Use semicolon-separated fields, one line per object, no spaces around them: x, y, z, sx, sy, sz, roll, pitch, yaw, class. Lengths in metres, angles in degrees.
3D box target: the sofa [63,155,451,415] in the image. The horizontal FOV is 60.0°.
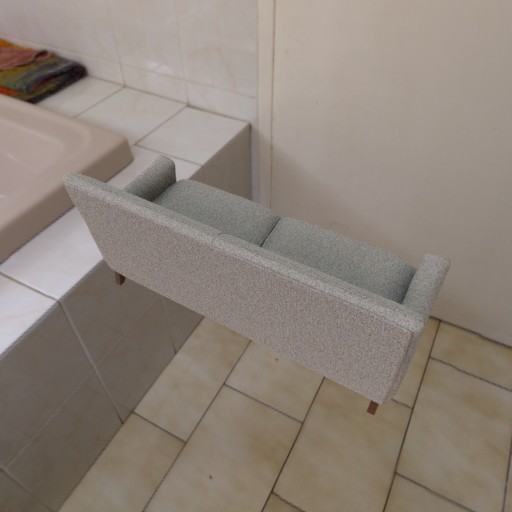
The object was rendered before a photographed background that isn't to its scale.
0.000;0.000;2.644;2.026;0.942;0.854;23;50;21;sofa
